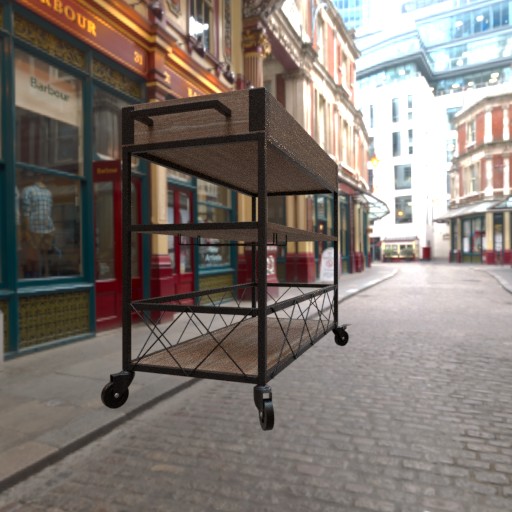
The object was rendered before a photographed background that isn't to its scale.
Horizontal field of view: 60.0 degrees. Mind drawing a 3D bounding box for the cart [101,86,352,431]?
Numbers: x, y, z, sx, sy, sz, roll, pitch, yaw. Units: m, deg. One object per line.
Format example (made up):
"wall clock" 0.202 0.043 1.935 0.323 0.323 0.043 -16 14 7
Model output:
"cart" 0.000 0.000 1.539 0.500 0.787 1.101 0 0 21
